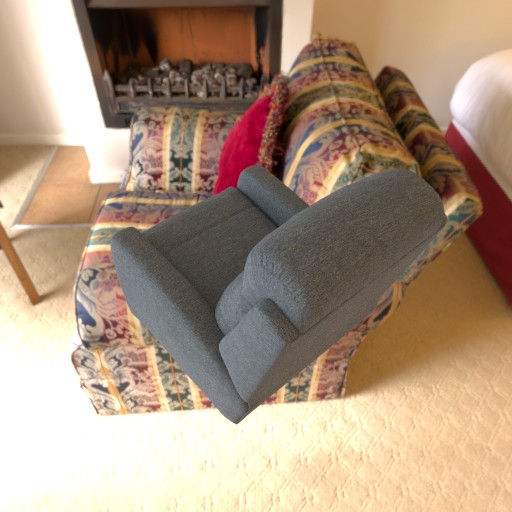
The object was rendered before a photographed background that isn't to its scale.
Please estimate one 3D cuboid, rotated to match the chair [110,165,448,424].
[{"bbox_3d":[0.000,0.000,1.679,0.798,1.013,1.043,-32,54,-27],"label":"chair"}]
